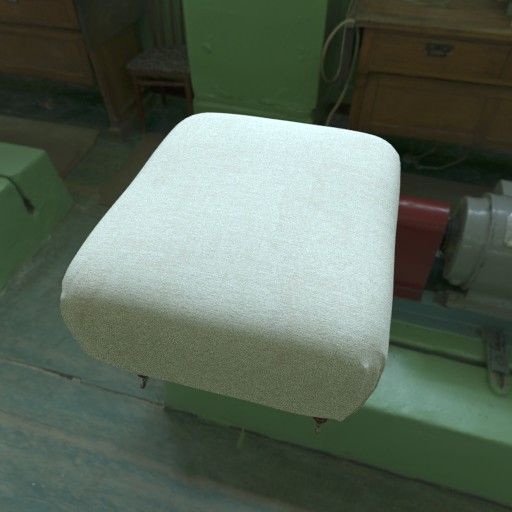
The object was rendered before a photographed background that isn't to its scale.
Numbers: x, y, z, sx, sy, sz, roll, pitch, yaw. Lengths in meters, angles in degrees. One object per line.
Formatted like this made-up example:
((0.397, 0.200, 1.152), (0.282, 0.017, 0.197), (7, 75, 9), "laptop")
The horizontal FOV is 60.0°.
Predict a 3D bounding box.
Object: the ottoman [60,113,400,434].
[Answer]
((0.000, 0.000, 1.098), (0.622, 0.450, 0.747), (11, 47, 10), "ottoman")
